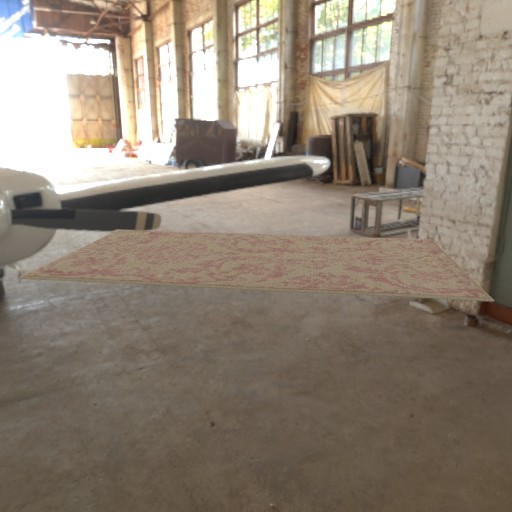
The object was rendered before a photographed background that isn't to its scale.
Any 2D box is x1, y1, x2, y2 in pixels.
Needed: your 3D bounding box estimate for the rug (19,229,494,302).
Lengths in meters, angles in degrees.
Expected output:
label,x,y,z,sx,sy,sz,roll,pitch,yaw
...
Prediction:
label,x,y,z,sx,sy,sz,roll,pitch,yaw
rug,0.000,0.000,1.411,1.219,0.007,0.604,2,16,8
